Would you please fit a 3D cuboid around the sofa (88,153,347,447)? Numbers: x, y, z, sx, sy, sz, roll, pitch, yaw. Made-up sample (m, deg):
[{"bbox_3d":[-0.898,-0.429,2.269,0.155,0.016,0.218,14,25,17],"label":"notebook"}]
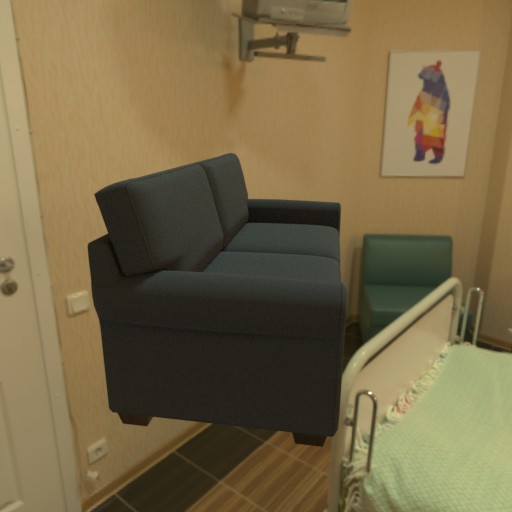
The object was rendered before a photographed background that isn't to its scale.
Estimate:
[{"bbox_3d":[0.000,0.000,2.472,0.940,1.020,1.930,3,17,9],"label":"sofa"}]
